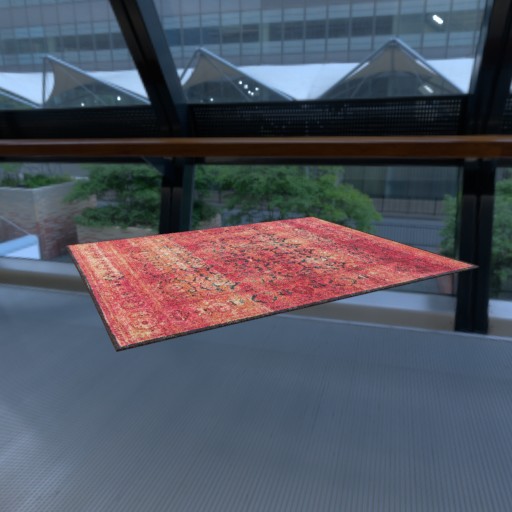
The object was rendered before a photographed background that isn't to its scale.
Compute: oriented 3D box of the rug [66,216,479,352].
[{"bbox_3d":[0.000,0.000,4.096,3.032,0.020,2.411,-9,19,-27],"label":"rug"}]
